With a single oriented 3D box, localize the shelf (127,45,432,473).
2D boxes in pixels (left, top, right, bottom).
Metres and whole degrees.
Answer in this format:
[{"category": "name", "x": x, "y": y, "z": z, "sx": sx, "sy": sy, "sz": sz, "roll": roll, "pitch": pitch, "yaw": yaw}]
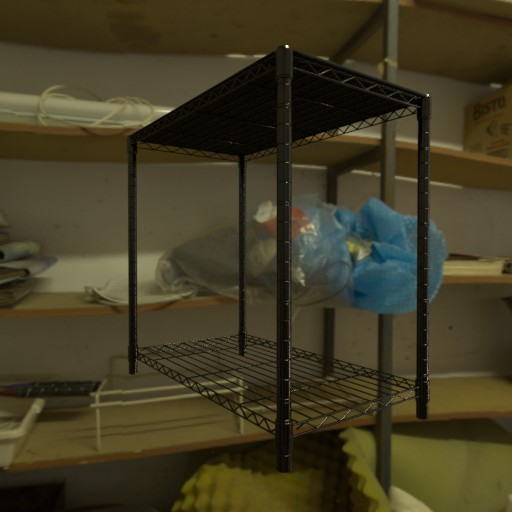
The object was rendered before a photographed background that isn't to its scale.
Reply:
[{"category": "shelf", "x": 0.000, "y": 0.000, "z": 0.913, "sx": 0.338, "sy": 0.564, "sz": 0.589, "roll": -1, "pitch": 1, "yaw": -36}]
